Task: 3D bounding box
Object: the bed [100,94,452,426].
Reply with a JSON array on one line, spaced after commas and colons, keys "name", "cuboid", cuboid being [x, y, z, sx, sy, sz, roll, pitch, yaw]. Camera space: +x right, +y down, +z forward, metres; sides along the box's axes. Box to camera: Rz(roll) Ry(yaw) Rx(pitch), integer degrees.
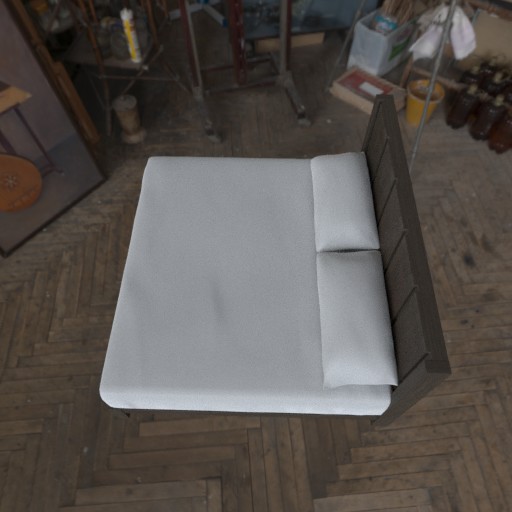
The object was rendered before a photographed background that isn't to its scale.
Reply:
[{"name": "bed", "cuboid": [0.000, 0.000, 3.328, 2.012, 1.270, 2.134, 1, 58, 1]}]
